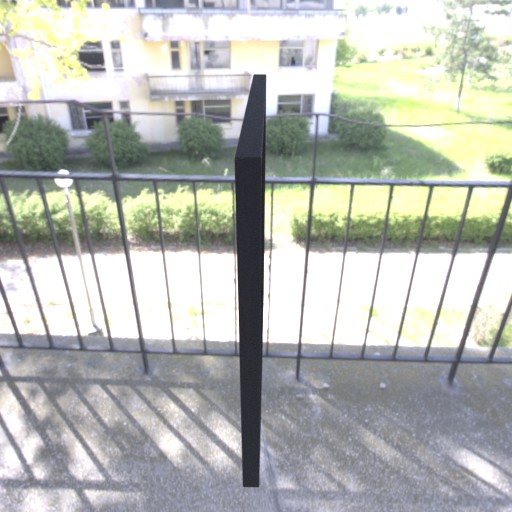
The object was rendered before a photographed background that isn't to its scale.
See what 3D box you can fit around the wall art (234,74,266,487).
[{"bbox_3d":[0.000,0.000,0.452,0.015,0.303,0.304,1,30,1],"label":"wall art"}]
